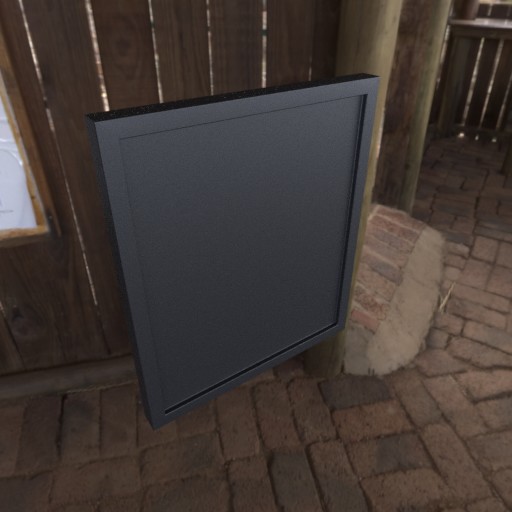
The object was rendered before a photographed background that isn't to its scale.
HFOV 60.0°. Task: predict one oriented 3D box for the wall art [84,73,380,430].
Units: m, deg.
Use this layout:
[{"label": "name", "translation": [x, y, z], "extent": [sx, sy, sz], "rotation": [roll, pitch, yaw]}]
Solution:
[{"label": "wall art", "translation": [0.000, 0.000, 0.537], "extent": [0.328, 0.381, 0.028], "rotation": [-20, 38, -29]}]
